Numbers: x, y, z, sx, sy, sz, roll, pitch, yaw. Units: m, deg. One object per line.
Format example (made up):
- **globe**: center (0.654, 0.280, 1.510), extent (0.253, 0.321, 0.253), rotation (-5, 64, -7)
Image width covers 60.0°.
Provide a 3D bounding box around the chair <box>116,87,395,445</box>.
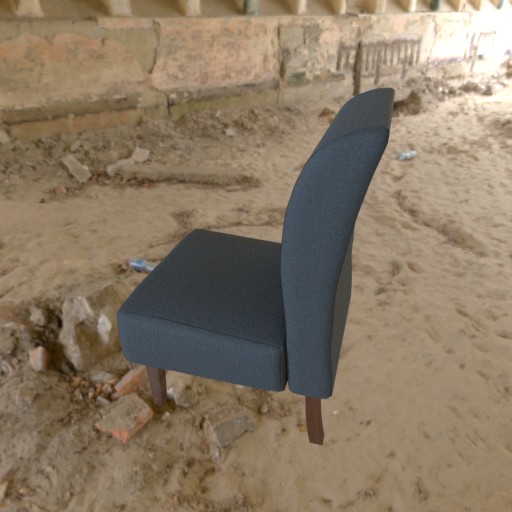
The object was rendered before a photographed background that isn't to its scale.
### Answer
- **chair**: center (0.000, 0.000, 1.168), extent (0.592, 0.804, 0.513), rotation (8, 30, 13)
